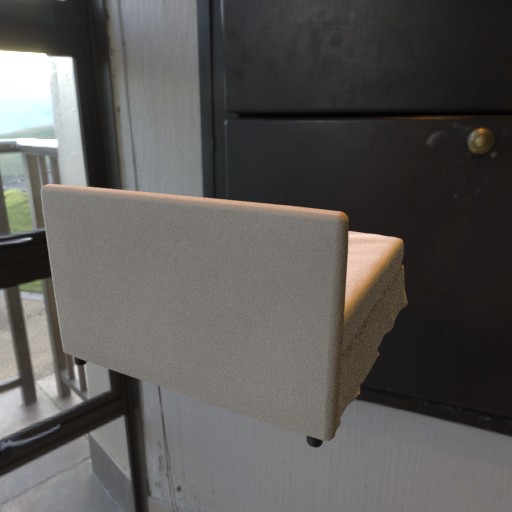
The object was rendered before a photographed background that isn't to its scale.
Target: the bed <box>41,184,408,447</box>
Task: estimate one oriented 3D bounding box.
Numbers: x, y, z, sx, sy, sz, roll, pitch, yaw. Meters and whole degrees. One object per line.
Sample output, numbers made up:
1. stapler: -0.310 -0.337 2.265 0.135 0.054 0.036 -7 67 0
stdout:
1. bed: 0.000 0.000 3.584 2.119 1.317 2.319 9 19 26
